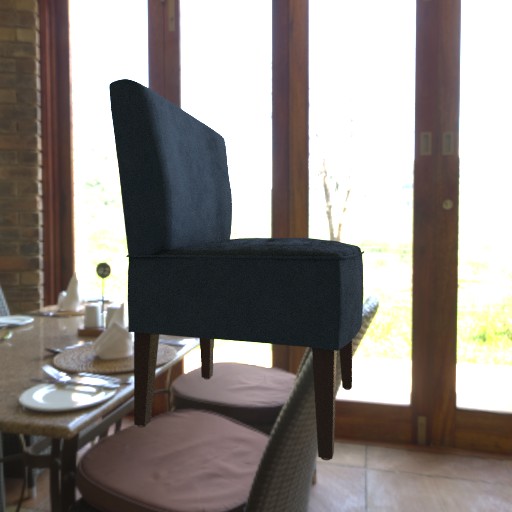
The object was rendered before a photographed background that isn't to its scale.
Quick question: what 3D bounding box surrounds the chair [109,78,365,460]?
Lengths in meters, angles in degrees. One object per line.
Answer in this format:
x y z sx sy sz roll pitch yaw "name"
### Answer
0.000 0.000 1.160 0.551 0.806 0.521 1 2 17 "chair"
